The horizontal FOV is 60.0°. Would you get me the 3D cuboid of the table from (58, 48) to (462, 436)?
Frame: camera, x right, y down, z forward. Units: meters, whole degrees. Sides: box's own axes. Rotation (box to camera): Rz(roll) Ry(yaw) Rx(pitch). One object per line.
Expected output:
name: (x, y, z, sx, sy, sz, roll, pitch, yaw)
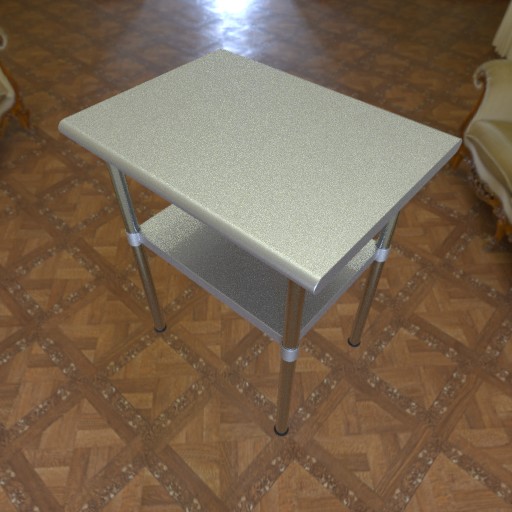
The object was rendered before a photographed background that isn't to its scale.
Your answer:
table: (0.000, 0.000, 1.361, 0.762, 0.876, 0.584, 33, 55, 27)
